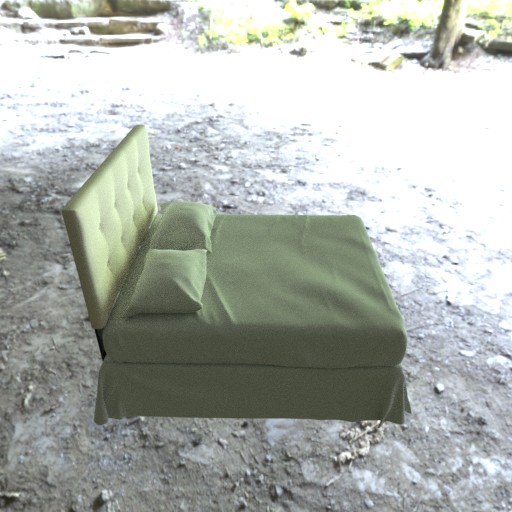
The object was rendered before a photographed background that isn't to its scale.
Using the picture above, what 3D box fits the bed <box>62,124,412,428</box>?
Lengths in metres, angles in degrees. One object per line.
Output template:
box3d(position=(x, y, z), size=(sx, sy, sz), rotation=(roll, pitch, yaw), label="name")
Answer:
box3d(position=(0.000, 0.000, 3.433), size=(2.222, 1.577, 1.936), rotation=(1, 32, 1), label="bed")
